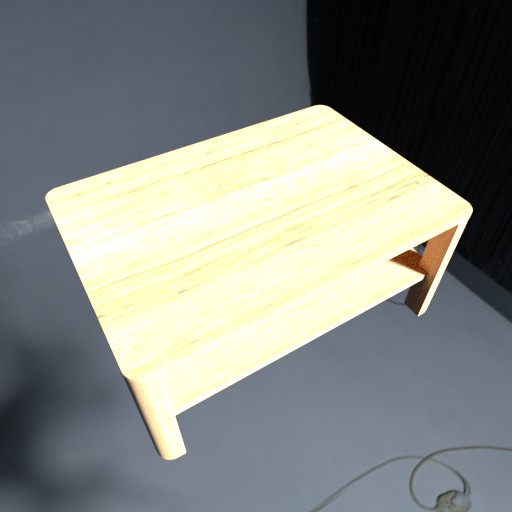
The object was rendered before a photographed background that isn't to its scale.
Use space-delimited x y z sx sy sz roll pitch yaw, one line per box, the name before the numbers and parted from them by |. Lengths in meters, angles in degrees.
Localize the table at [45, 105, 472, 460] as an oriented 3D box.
table | 0.000 0.000 1.390 0.997 0.445 0.696 -24 51 -21
